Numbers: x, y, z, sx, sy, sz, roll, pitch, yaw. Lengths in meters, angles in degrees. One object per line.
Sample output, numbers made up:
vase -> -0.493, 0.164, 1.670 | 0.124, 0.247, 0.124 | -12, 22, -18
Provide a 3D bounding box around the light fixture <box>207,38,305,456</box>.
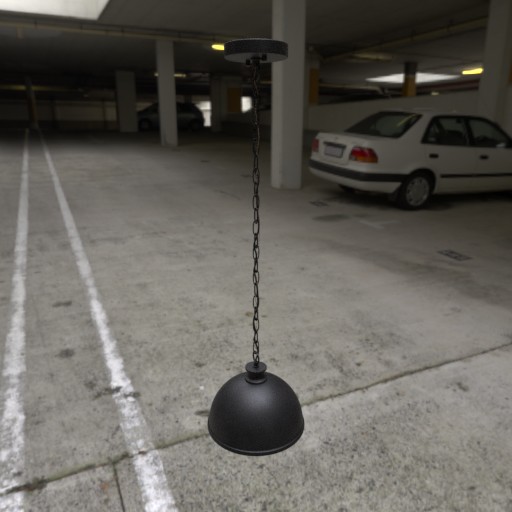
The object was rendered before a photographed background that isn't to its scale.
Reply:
light fixture -> 0.000, 0.000, 1.250 | 0.304, 1.090, 0.304 | -8, 17, -25
